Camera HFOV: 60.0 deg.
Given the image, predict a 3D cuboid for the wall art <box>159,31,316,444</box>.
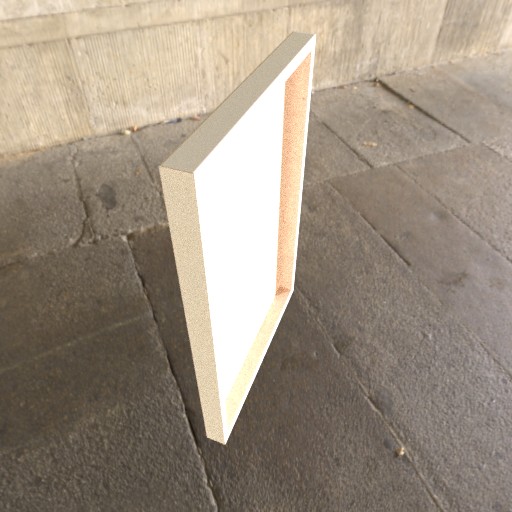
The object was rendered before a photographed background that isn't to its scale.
[{"bbox_3d":[0.000,0.000,0.775,0.038,0.608,0.418,15,46,15],"label":"wall art"}]
